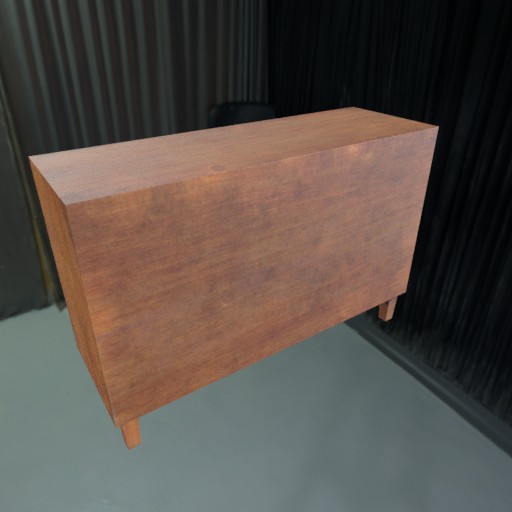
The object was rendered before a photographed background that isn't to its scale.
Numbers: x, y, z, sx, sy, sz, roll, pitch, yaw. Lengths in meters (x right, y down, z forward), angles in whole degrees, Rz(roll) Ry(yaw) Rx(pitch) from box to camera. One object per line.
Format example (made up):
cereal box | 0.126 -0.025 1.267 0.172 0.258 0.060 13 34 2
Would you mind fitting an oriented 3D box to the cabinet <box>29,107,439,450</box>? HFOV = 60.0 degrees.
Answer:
cabinet | 0.000 0.000 1.535 1.204 0.805 0.403 -18 34 -29
